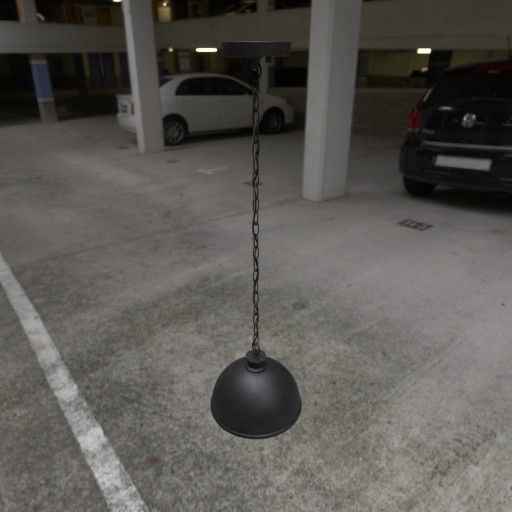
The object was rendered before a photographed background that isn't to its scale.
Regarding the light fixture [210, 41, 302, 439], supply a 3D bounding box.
[{"bbox_3d":[0.000,0.000,1.252,0.304,1.090,0.304,-18,30,-33],"label":"light fixture"}]
